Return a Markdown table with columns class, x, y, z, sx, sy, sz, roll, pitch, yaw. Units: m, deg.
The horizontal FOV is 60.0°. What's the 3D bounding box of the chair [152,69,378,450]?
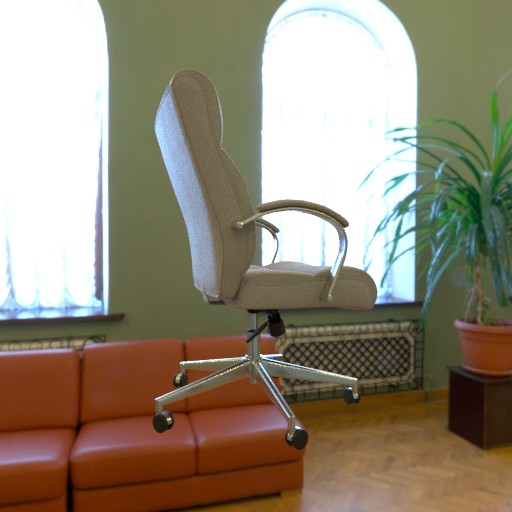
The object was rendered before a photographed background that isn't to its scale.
| class | x | y | z | sx | sy | sz | roll | pitch | yaw |
| --- | --- | --- | --- | --- | --- | --- | --- | --- | --- |
| chair | 0.000 | 0.000 | 1.590 | 0.745 | 1.099 | 0.727 | 0 | 1 | -17 |
